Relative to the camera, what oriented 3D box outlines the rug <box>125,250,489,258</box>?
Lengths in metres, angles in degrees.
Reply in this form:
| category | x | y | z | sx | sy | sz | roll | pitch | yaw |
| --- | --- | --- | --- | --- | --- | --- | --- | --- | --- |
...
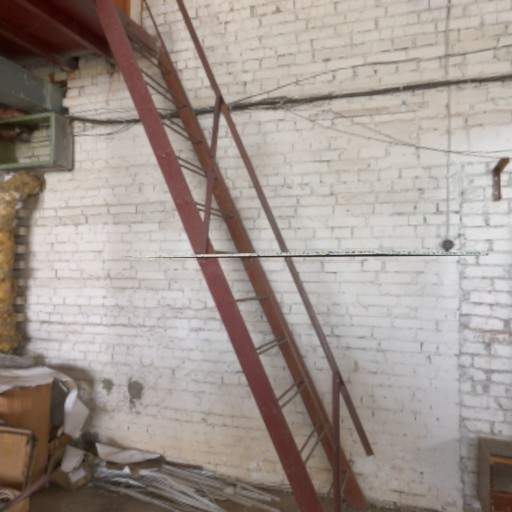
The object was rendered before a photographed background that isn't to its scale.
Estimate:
| category | x | y | z | sx | sy | sz | roll | pitch | yaw |
| --- | --- | --- | --- | --- | --- | --- | --- | --- | --- |
| rug | 0.000 | 0.000 | 2.704 | 0.770 | 0.013 | 2.434 | 0 | -1 | -36 |
